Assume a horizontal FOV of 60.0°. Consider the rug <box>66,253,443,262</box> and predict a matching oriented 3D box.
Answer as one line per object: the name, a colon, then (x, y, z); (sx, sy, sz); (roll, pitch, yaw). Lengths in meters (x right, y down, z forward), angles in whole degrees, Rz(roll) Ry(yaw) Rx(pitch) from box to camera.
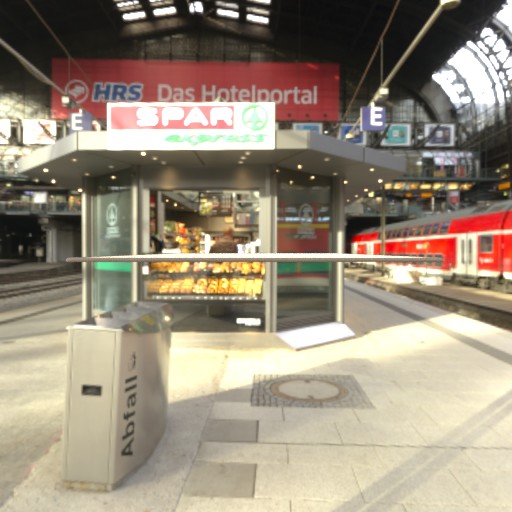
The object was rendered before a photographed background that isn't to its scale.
rug: (0.000, 0.000, 2.076); (1.067, 0.013, 1.676); (0, 1, 0)
